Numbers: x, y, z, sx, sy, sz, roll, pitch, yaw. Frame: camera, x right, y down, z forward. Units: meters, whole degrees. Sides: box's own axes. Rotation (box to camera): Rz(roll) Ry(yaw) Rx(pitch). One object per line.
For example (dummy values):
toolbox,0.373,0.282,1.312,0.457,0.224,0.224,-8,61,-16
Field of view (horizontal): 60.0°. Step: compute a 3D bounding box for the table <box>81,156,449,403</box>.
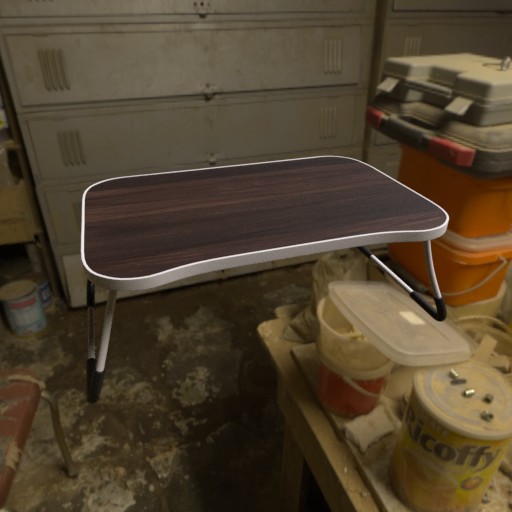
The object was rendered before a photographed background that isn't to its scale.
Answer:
table,0.000,0.000,0.855,0.660,0.232,0.400,-9,31,-16
